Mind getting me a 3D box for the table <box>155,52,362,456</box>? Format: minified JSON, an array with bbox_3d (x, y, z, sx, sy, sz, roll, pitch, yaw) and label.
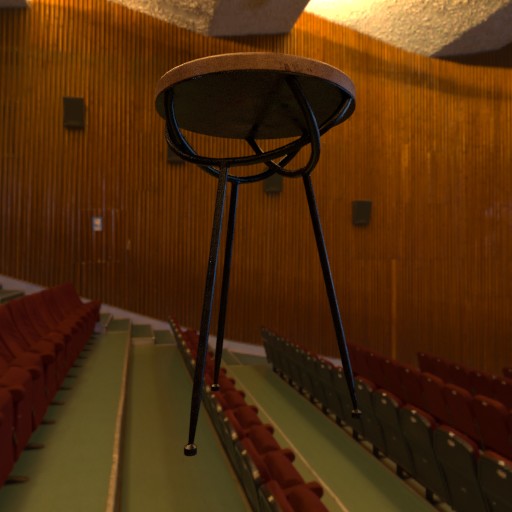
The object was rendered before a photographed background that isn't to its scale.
[{"bbox_3d":[0.000,0.000,0.927,0.414,0.664,0.418,0,0,-16],"label":"table"}]
